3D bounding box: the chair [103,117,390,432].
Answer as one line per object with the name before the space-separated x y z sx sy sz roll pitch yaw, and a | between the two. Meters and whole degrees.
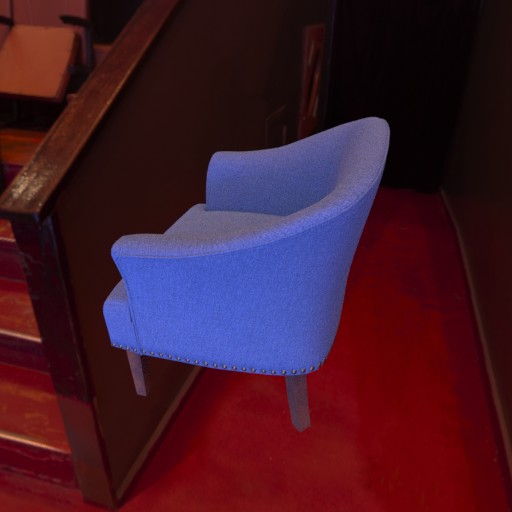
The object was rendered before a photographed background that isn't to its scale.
chair | 0.000 0.000 1.407 0.704 0.815 0.798 8 31 13
